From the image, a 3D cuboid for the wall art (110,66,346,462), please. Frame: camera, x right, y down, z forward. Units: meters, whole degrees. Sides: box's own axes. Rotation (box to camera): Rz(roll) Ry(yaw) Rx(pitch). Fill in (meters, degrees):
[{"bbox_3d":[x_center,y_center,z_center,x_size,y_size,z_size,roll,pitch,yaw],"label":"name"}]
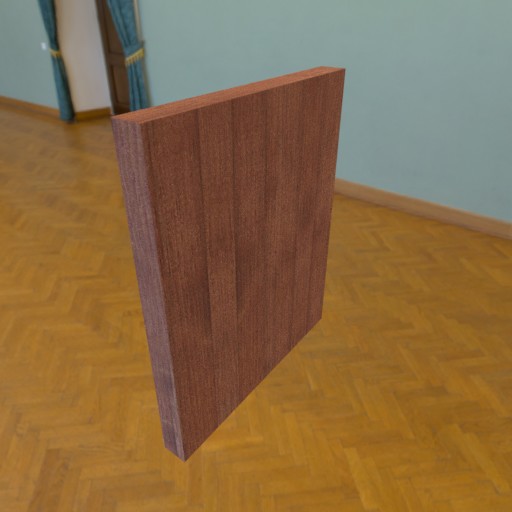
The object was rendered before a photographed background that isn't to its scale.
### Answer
[{"bbox_3d":[0.000,0.000,0.621,0.039,0.449,0.377,20,36,30],"label":"wall art"}]
